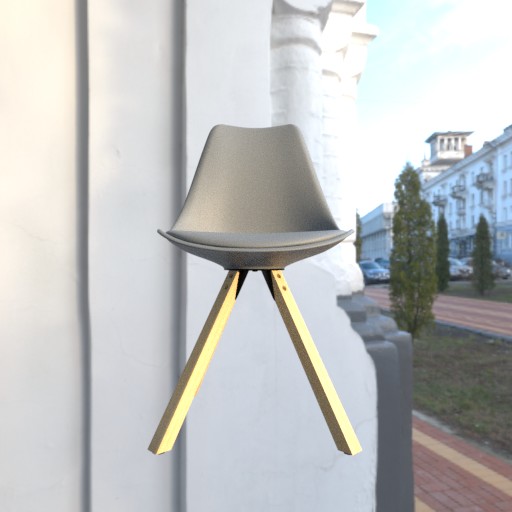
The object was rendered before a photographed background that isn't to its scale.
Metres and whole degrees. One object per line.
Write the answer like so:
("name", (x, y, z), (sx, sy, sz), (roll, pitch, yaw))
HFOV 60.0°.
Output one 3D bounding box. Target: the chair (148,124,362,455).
("chair", (0.000, 0.000, 1.175), (0.485, 0.850, 0.549), (0, 0, 0))
